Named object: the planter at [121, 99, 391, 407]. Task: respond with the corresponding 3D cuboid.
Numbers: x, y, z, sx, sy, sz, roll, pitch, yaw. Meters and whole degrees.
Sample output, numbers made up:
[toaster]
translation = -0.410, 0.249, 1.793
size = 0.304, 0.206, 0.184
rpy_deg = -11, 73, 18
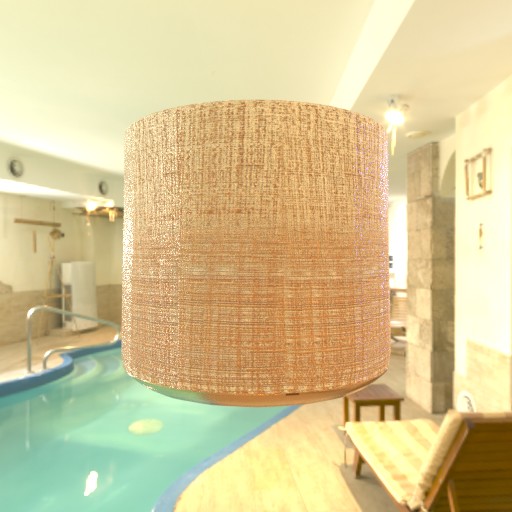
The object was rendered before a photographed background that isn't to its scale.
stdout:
[planter]
translation = 0.000, 0.000, 0.187
size = 0.109, 0.096, 0.109
rpy_deg = 0, 0, 0
